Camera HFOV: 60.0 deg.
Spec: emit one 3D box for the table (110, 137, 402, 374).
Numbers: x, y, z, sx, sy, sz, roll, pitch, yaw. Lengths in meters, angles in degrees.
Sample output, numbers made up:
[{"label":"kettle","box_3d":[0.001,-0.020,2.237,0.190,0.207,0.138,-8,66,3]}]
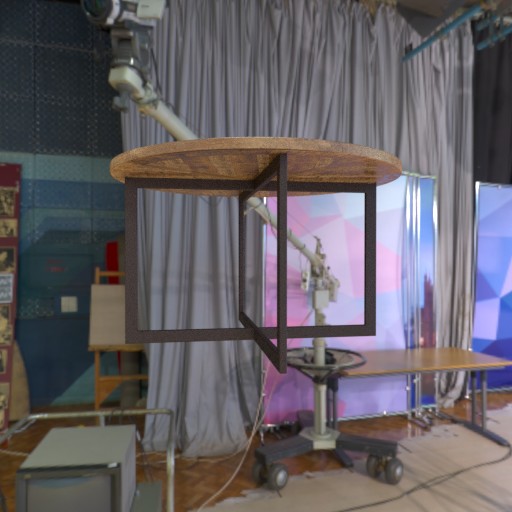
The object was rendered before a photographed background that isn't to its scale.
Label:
[{"label":"table","box_3d":[0.000,0.000,2.023,1.264,0.762,1.264,0,1,0]}]
